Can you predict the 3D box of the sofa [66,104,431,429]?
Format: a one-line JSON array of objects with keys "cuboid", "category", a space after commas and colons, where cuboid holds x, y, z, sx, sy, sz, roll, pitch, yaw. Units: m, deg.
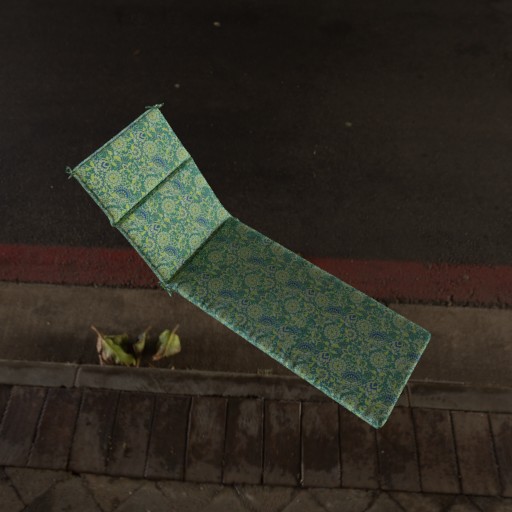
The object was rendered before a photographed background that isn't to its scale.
[{"cuboid": [0.000, 0.000, 2.006, 1.663, 0.622, 0.582, 31, 63, 18], "category": "sofa"}]
